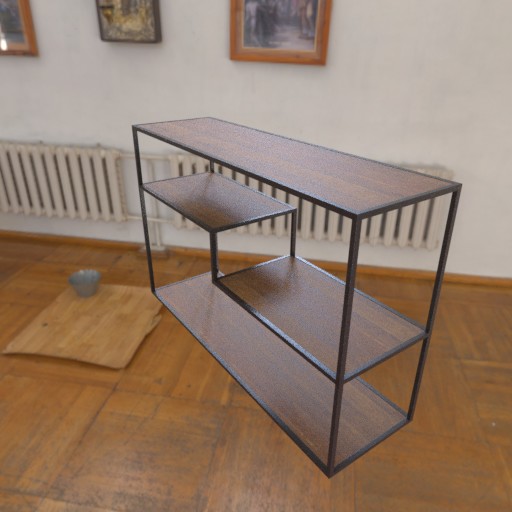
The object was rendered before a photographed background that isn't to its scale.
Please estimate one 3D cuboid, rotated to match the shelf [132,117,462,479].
[{"bbox_3d":[0.000,0.000,1.565,0.361,0.765,1.201,-17,31,-31],"label":"shelf"}]
